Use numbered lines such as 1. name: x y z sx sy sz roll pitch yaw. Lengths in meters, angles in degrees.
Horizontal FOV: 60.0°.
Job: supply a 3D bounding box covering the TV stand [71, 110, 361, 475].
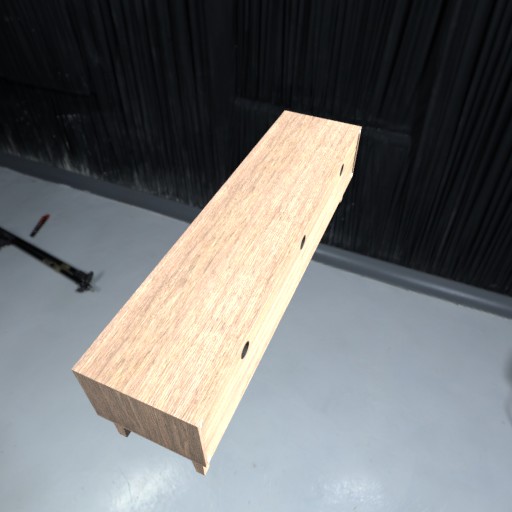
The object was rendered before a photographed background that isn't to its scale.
1. TV stand: 0.000 0.000 1.691 0.366 0.409 1.482 18 48 17
